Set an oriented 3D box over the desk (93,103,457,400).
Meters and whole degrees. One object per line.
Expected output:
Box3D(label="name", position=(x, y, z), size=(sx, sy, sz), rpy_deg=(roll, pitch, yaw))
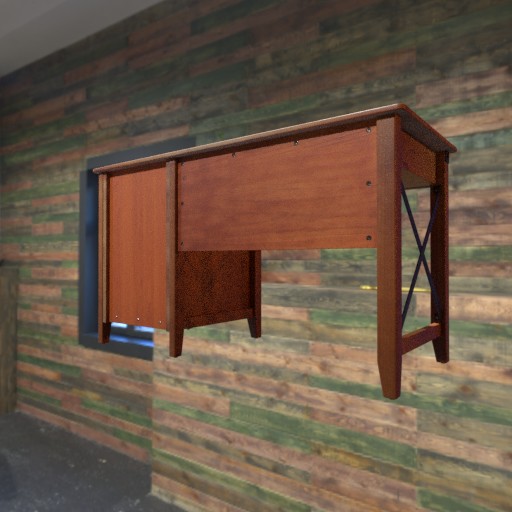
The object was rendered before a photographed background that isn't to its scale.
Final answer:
Box3D(label="desk", position=(0.000, 0.000, 1.738), size=(1.353, 0.756, 0.574), rpy_deg=(0, -1, 37))
